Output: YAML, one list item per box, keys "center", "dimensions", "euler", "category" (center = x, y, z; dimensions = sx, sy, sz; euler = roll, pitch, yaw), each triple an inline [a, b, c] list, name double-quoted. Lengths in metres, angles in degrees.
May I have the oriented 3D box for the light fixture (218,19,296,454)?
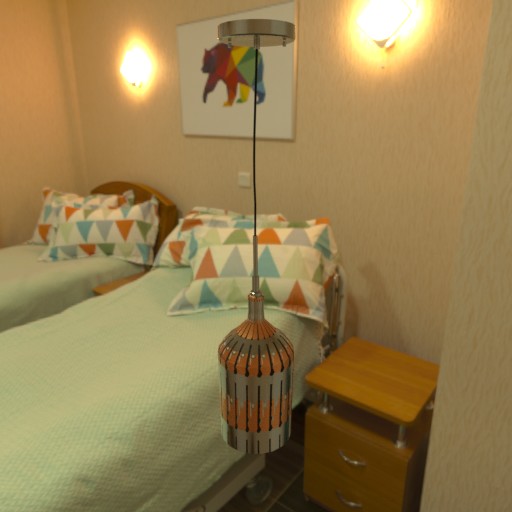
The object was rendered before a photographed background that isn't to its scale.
- center: [0.000, 0.000, 1.648]
  dimensions: [0.303, 1.535, 0.303]
  euler: [0, 17, 0]
  category: "light fixture"
